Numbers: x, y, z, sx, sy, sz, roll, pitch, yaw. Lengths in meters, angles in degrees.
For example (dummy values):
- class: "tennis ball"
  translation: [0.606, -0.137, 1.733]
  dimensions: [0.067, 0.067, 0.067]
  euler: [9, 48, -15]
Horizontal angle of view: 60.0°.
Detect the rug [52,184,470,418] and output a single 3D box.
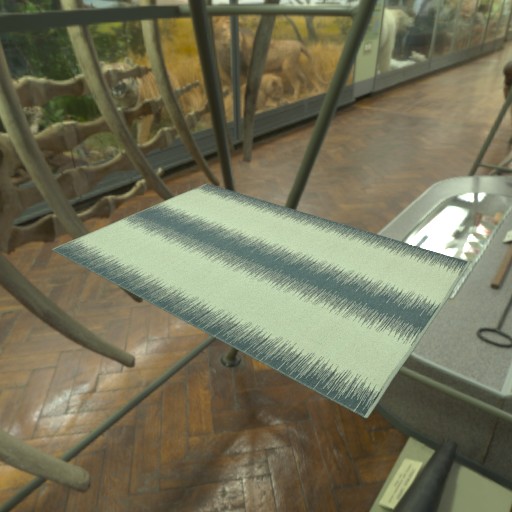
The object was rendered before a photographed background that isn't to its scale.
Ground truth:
- class: "rug"
  translation: [0.000, 0.000, 2.343]
  dimensions: [1.854, 0.006, 1.234]
  euler: [21, 36, 31]
